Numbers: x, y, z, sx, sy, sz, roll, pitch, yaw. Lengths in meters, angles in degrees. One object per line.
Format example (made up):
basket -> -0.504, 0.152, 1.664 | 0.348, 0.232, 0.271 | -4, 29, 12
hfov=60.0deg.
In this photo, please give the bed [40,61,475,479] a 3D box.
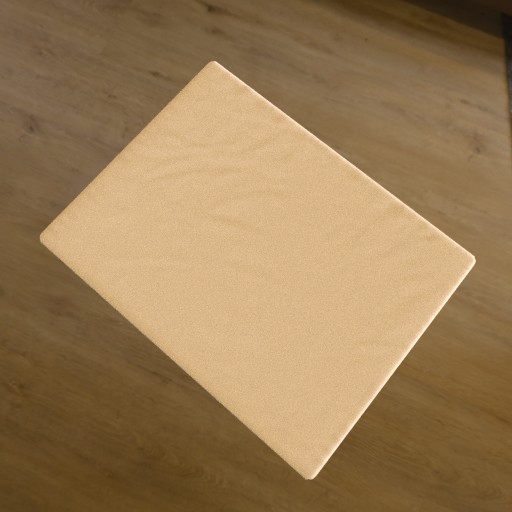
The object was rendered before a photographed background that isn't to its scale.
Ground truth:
bed -> 0.000, 0.000, 2.716 | 2.016, 0.431, 1.536 | 39, 80, 8
